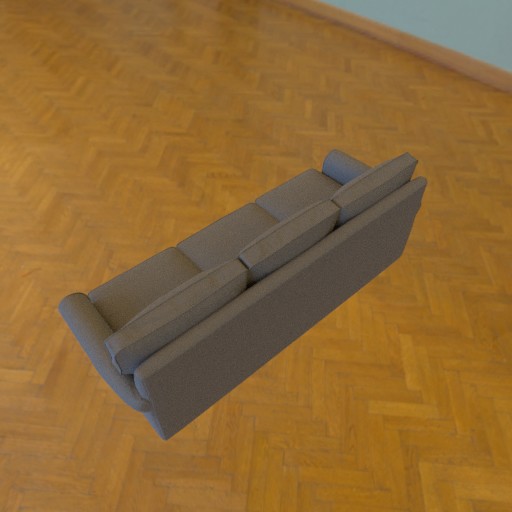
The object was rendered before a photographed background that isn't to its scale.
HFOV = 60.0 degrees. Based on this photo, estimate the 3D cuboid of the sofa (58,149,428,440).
[{"bbox_3d":[0.000,0.000,2.889,2.353,0.948,0.966,-32,55,-27],"label":"sofa"}]
